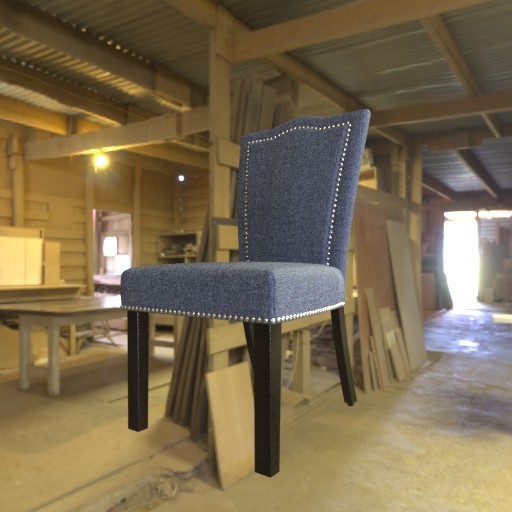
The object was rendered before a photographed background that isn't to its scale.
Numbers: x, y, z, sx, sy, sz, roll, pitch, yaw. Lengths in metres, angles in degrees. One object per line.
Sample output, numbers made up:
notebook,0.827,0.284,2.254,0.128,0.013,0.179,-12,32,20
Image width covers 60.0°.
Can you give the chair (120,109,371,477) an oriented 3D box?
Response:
chair,0.000,0.000,1.295,0.518,0.946,0.589,-1,-1,36
